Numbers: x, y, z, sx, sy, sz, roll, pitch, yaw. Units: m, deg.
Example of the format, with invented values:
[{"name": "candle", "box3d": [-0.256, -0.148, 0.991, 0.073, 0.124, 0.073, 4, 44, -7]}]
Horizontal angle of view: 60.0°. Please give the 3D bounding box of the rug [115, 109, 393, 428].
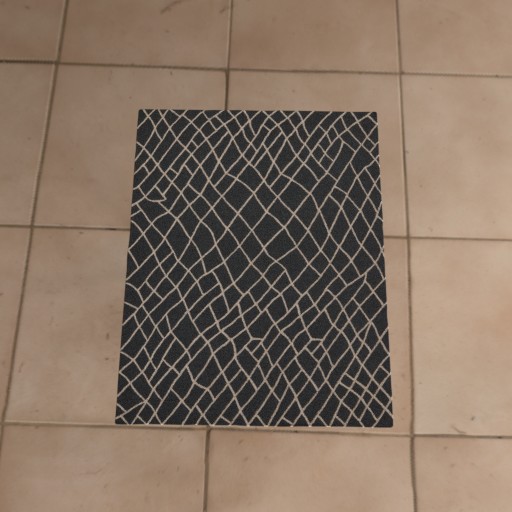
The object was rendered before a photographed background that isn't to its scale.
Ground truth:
[{"name": "rug", "box3d": [0.000, 0.000, 4.197, 2.439, 0.022, 3.047, 1, 78, 0]}]
